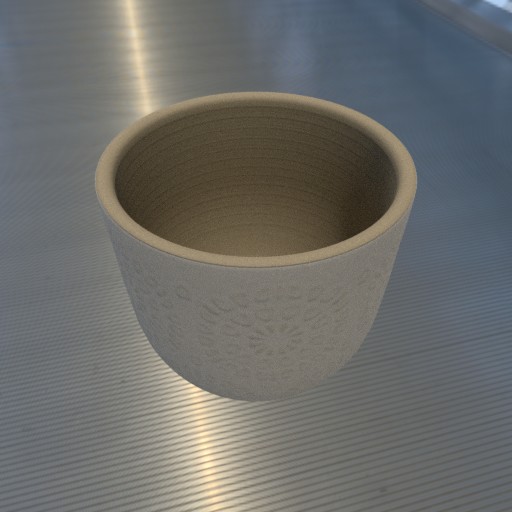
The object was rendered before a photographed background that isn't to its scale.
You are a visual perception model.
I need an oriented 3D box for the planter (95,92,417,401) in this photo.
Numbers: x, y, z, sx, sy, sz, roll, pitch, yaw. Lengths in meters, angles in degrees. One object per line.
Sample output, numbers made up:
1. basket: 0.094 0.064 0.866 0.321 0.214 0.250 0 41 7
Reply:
1. planter: 0.000 0.000 0.213 0.124 0.109 0.124 0 44 0
